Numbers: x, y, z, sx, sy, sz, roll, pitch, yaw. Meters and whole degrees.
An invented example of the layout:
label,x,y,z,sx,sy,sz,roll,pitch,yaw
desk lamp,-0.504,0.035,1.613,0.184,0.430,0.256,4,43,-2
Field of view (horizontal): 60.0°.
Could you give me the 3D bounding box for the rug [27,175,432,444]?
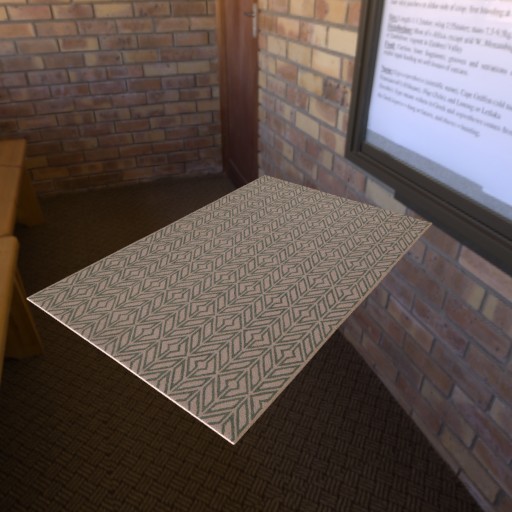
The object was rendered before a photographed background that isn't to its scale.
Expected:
label,x,y,z,sx,sy,sz,roll,pitch,yaw
rug,0.000,0.000,2.309,1.220,0.007,1.828,22,39,31
